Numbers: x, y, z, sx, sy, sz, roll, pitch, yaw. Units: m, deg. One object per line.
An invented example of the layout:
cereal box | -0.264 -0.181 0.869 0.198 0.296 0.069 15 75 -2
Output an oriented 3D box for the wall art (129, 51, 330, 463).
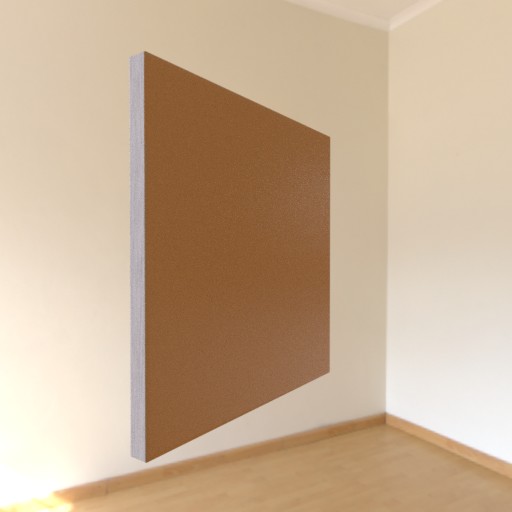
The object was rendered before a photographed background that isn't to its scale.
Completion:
wall art | 0.000 0.000 1.925 0.078 1.288 1.287 0 1 36
